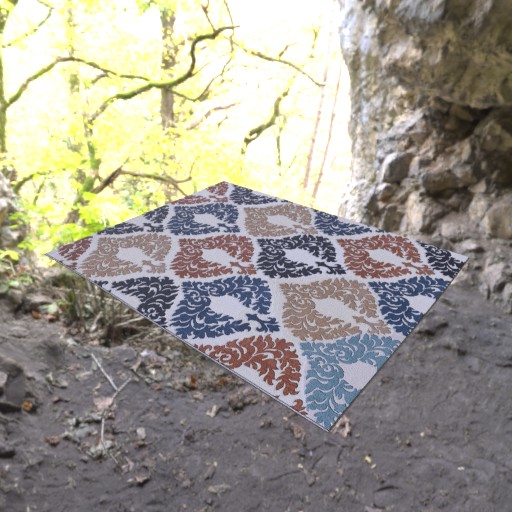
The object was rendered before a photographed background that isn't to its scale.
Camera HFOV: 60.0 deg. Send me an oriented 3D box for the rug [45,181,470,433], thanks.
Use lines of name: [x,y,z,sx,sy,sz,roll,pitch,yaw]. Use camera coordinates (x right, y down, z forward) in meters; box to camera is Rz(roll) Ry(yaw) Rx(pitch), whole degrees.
rug: [0.000,0.000,4.026,3.040,0.014,2.423,23,37,33]
